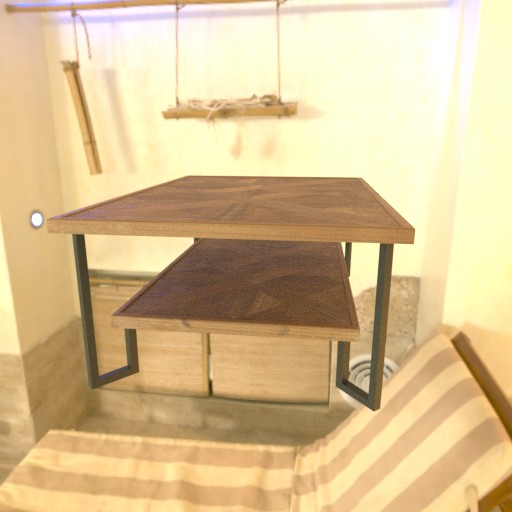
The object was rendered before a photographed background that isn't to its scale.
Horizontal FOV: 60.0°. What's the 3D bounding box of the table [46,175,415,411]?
[{"bbox_3d":[0.000,0.000,1.686,0.877,0.492,1.238,2,15,7],"label":"table"}]
